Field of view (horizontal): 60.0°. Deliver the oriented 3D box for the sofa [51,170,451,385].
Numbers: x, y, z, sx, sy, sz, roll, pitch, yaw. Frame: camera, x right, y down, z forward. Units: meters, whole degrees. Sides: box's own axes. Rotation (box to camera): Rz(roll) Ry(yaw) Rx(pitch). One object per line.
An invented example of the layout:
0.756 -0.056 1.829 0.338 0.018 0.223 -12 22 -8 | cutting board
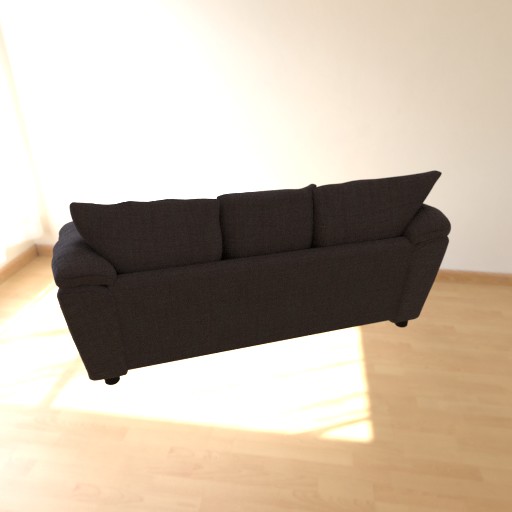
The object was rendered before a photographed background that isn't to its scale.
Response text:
0.000 0.000 2.838 2.336 1.080 0.883 -8 27 -15 | sofa
